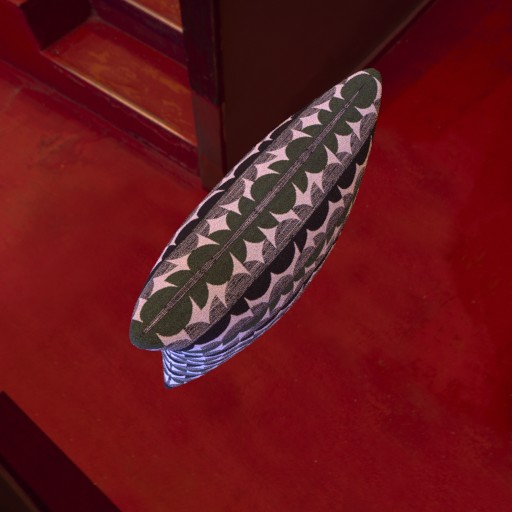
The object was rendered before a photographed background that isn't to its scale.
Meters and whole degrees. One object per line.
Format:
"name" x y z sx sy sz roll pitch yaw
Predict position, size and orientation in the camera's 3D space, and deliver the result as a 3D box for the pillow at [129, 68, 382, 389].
"pillow" 0.000 0.000 0.632 0.180 0.404 0.419 34 68 15
